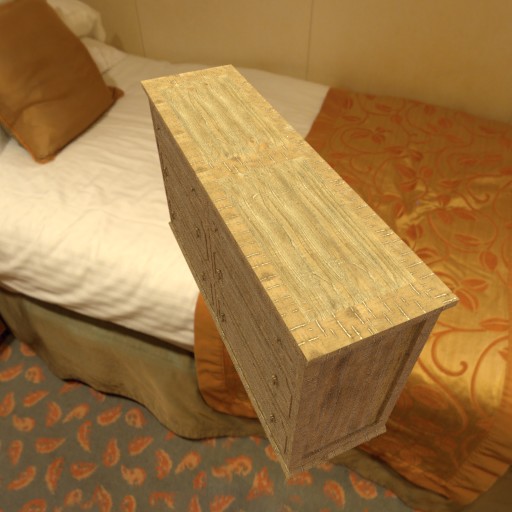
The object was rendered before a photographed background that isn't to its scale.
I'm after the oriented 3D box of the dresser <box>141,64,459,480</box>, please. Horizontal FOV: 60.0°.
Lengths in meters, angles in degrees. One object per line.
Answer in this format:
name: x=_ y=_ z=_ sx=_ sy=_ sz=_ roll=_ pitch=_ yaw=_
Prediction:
dresser: x=0.000 y=0.000 z=1.993 sx=0.457 sy=1.016 sz=1.626 roll=-18 pitch=49 yaw=-16
